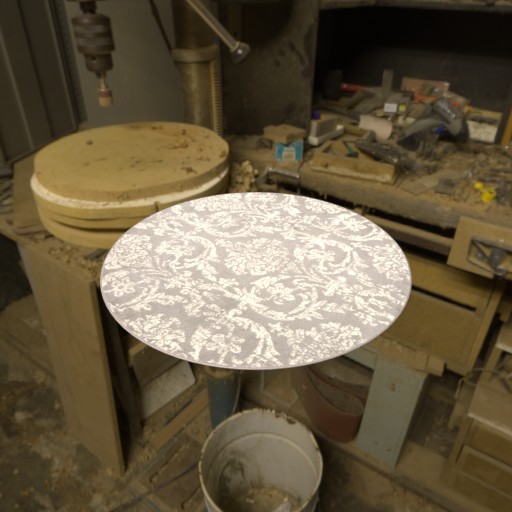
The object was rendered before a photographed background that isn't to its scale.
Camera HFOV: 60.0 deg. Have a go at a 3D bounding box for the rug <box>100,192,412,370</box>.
[{"bbox_3d":[0.000,0.000,2.362,1.593,0.012,1.593,0,33,0],"label":"rug"}]
